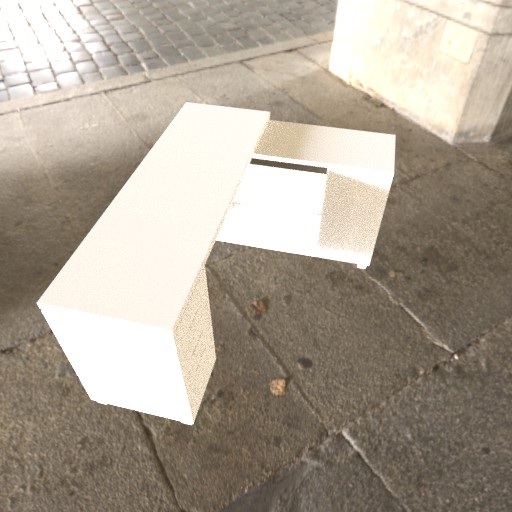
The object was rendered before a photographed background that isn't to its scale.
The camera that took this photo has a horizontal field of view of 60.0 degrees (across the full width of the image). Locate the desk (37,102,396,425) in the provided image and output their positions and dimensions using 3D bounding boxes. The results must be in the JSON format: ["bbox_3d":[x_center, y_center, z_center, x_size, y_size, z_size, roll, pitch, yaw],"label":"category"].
[{"bbox_3d":[0.000,0.000,2.231,1.199,0.759,1.524,10,46,9],"label":"desk"}]
